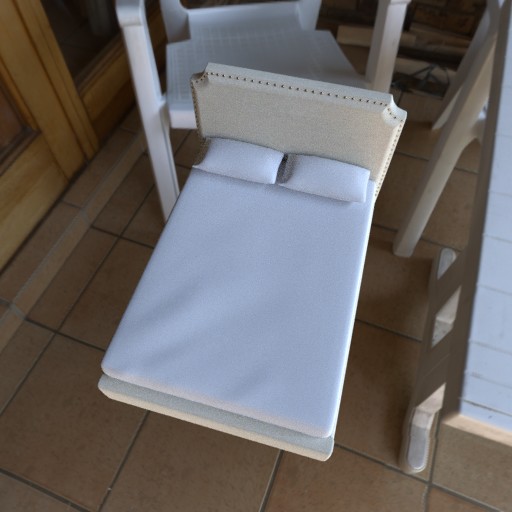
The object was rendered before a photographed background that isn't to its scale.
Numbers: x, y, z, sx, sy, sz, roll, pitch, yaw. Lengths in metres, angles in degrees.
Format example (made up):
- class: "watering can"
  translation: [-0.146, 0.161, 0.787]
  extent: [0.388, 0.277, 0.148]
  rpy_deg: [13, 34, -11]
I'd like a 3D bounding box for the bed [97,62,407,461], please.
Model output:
- class: "bed"
  translation: [0.000, 0.000, 3.376]
  extent: [1.713, 1.457, 2.381]
  rpy_deg: [13, 59, 8]
